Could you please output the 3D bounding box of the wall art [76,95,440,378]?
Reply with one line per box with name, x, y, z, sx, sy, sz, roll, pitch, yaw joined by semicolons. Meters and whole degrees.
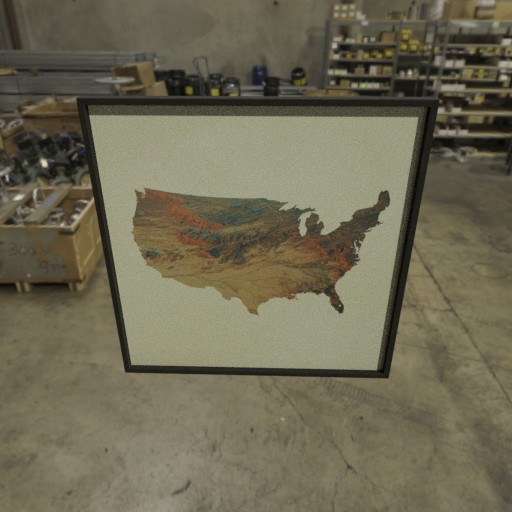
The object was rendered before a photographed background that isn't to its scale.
wall art;0.000;0.000;1.120;0.762;0.762;0.038;1;28;2
